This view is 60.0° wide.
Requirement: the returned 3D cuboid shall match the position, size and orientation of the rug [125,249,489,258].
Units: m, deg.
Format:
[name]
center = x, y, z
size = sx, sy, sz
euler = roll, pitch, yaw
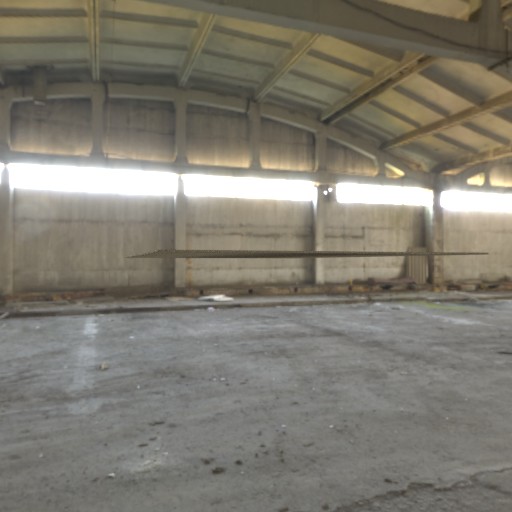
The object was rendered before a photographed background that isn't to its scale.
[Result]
[rug]
center = 0.000, 0.000, 2.309
size = 1.226, 0.007, 1.815
euler = 0, -1, -19
